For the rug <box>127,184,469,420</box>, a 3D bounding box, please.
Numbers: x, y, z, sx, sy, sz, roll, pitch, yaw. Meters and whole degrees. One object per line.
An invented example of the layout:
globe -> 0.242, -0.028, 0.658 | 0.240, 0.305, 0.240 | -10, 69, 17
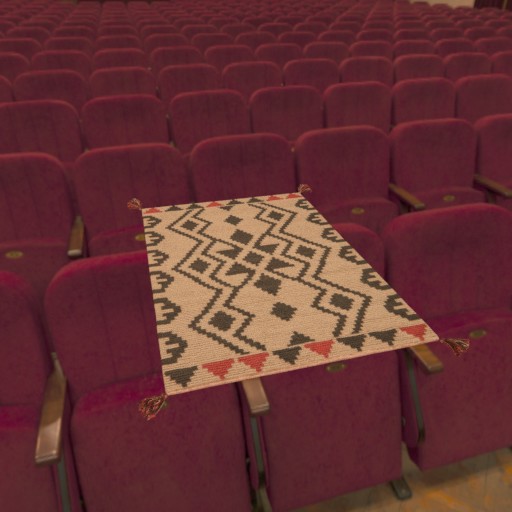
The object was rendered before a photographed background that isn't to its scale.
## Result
rug -> 0.000, 0.000, 2.608 | 1.444, 0.067, 2.069 | -8, 31, -13
